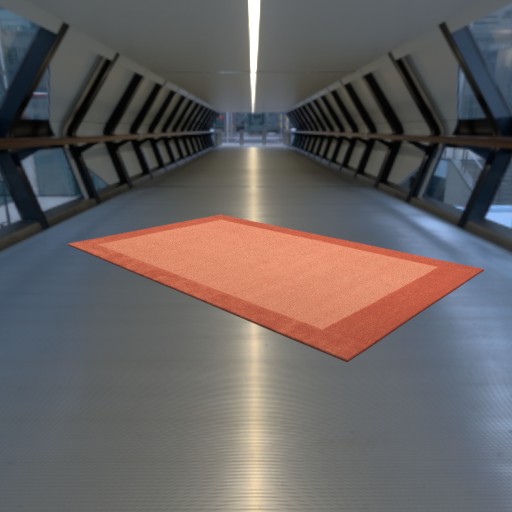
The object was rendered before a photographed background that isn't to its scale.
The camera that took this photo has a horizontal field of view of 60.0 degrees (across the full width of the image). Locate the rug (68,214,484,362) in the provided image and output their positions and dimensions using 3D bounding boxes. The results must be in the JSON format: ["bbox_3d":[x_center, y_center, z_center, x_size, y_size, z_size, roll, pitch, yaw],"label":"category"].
[{"bbox_3d":[0.000,0.000,3.019,2.438,0.014,1.524,16,23,42],"label":"rug"}]
